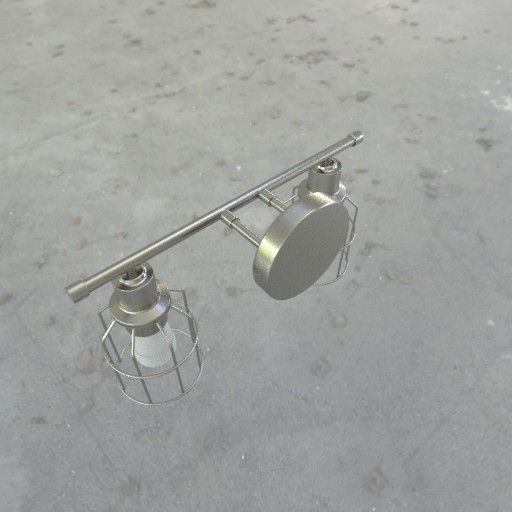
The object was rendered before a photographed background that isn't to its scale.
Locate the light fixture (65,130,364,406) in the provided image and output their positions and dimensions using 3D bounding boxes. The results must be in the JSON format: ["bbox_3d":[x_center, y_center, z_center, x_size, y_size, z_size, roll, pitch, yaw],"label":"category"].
[{"bbox_3d":[0.000,0.000,0.533,0.406,0.254,0.165,-33,55,-27],"label":"light fixture"}]
